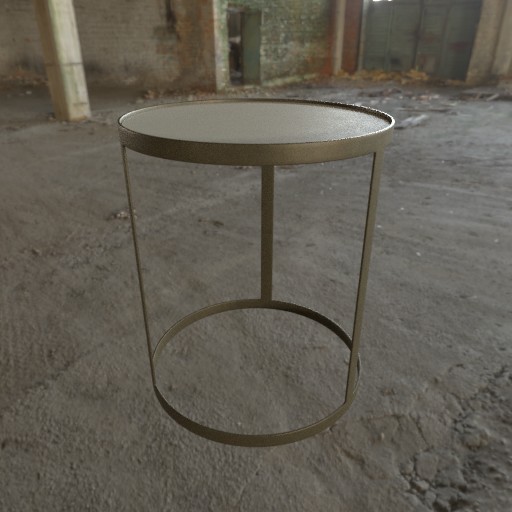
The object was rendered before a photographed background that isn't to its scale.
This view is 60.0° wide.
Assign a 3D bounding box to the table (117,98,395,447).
[{"bbox_3d":[0.000,0.000,0.922,0.480,0.565,0.480,0,26,0],"label":"table"}]
